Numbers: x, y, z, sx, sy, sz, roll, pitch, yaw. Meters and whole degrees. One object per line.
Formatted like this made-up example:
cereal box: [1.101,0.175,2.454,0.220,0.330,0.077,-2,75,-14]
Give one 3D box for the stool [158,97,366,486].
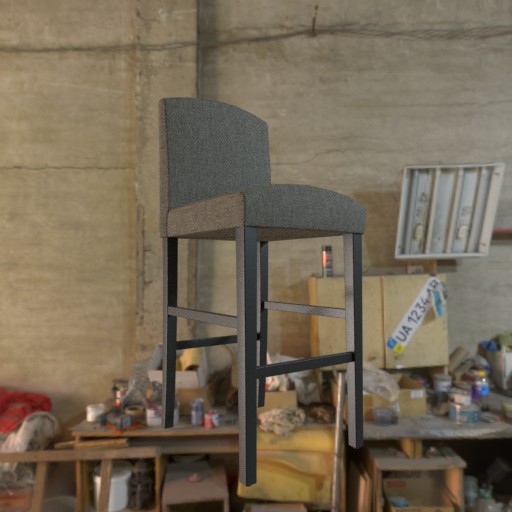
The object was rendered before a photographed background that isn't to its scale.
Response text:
stool: [0.000,0.000,1.409,0.451,1.138,0.552,1,-2,-36]
